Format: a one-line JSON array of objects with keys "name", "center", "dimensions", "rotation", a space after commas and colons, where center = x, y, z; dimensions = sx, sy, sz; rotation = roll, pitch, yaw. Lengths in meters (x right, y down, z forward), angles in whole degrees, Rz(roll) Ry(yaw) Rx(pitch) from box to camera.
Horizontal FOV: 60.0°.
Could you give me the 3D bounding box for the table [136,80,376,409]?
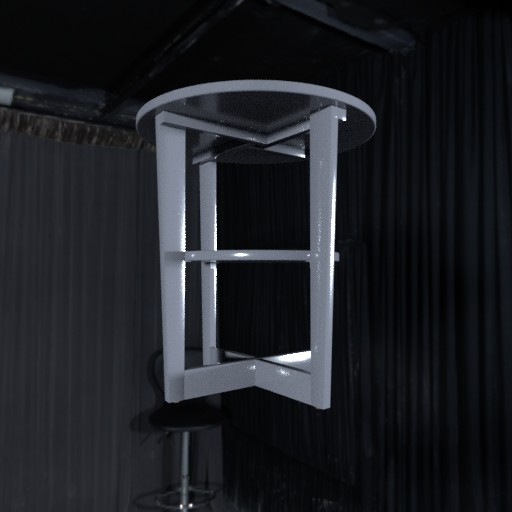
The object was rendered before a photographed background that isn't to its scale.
[{"name": "table", "center": [0.000, 0.000, 0.949], "dimensions": [0.500, 0.550, 0.500], "rotation": [0, -2, 0]}]
